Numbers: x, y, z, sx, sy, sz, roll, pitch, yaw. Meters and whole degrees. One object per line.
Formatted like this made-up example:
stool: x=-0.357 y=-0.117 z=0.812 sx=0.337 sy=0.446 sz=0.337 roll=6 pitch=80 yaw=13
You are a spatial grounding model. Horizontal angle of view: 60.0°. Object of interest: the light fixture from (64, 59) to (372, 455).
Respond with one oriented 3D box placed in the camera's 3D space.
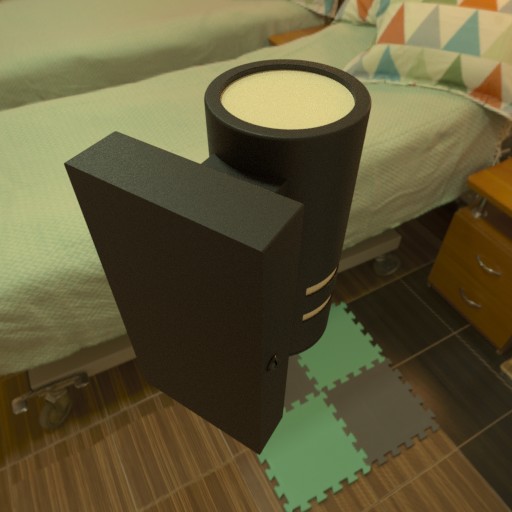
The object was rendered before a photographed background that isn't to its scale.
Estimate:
light fixture: x=0.000 y=0.000 z=0.262 sx=0.098 sy=0.179 sz=0.138 roll=25 pitch=51 yaw=21
